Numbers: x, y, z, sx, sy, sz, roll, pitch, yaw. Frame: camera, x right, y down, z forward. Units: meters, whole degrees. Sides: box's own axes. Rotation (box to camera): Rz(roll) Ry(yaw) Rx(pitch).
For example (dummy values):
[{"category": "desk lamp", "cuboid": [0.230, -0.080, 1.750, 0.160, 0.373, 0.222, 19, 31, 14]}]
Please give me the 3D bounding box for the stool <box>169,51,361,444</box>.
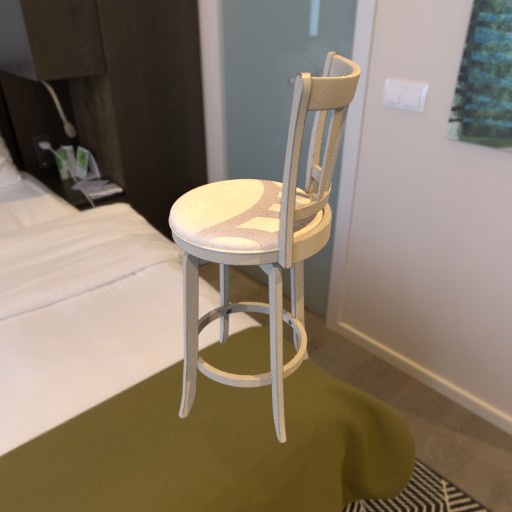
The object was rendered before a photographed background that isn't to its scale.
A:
[{"category": "stool", "cuboid": [0.000, 0.000, 1.274, 0.475, 1.042, 0.436, 8, 31, 14]}]
